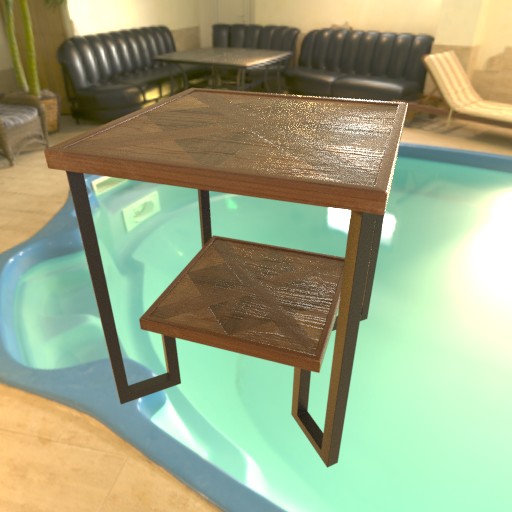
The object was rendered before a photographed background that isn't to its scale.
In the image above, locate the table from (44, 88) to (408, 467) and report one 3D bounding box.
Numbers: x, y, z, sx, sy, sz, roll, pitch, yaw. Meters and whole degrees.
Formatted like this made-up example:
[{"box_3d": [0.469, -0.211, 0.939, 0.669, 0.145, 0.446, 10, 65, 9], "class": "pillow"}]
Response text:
[{"box_3d": [0.000, 0.000, 0.943, 0.503, 0.563, 0.503, 10, 33, 16], "class": "table"}]
